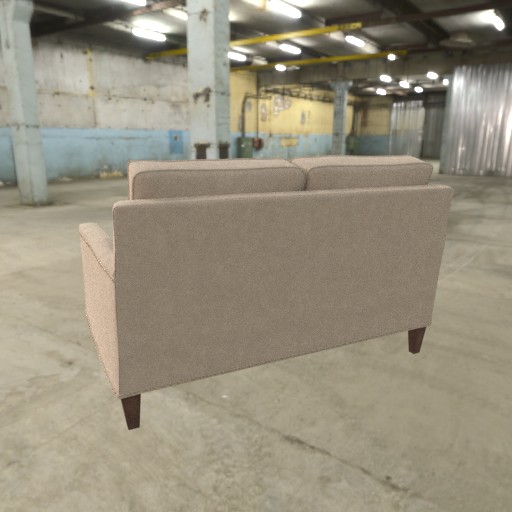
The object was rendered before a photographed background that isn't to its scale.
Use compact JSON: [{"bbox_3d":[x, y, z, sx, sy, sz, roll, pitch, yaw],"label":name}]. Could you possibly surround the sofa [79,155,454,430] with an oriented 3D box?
[{"bbox_3d":[0.000,0.000,2.238,1.597,1.002,1.084,-7,15,-25],"label":"sofa"}]
